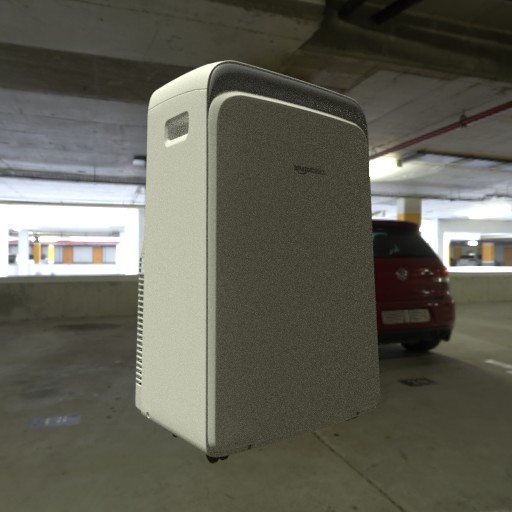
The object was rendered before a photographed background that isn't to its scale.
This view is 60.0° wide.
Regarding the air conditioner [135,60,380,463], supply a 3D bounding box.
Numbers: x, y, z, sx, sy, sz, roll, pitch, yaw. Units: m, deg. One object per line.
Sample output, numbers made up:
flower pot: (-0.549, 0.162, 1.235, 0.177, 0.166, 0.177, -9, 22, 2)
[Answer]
air conditioner: (0.000, 0.000, 0.944, 0.454, 0.700, 0.365, 0, -1, -37)
